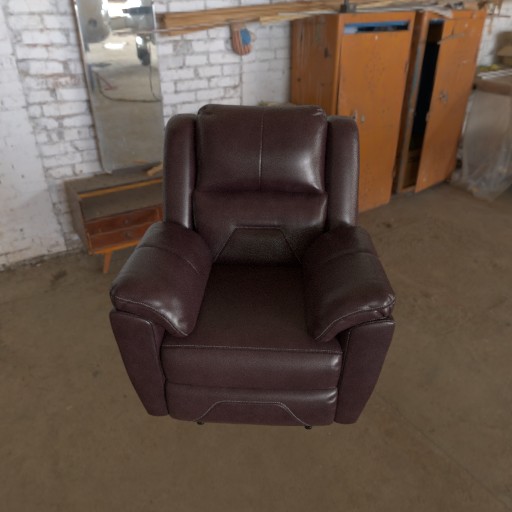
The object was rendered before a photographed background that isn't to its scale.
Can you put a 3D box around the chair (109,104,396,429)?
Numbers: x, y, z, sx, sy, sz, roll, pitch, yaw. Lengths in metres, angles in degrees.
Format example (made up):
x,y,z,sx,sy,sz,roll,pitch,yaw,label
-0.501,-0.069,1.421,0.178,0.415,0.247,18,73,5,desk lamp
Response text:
x,y,z,sx,sy,sz,roll,pitch,yaw,label
0.000,0.000,1.910,0.990,1.093,1.041,1,31,3,chair
